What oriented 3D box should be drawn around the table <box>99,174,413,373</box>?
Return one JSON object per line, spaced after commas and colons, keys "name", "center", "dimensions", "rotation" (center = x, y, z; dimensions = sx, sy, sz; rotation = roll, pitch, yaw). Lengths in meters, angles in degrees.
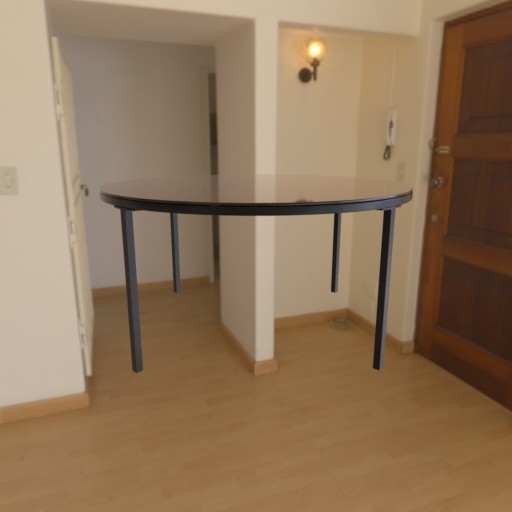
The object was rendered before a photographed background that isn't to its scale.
{"name": "table", "center": [0.000, 0.000, 1.241], "dimensions": [0.800, 0.400, 0.800], "rotation": [0, 14, 0]}
